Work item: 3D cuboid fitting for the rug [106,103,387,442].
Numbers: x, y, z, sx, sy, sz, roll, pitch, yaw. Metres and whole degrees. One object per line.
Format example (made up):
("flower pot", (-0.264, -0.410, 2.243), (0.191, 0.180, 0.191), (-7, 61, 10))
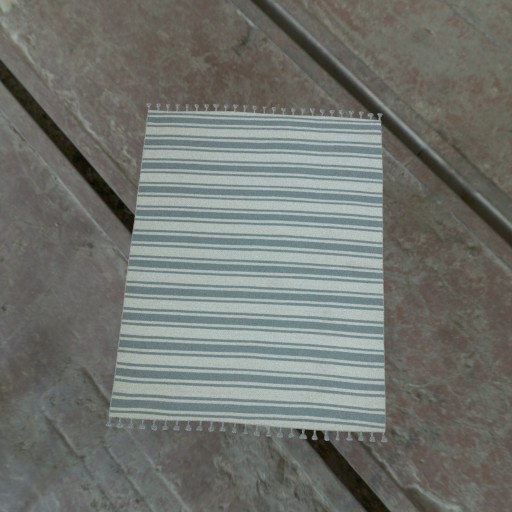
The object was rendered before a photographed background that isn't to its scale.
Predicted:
("rug", (0.000, 0.000, 4.206), (2.439, 0.005, 3.201), (3, 76, 1))
